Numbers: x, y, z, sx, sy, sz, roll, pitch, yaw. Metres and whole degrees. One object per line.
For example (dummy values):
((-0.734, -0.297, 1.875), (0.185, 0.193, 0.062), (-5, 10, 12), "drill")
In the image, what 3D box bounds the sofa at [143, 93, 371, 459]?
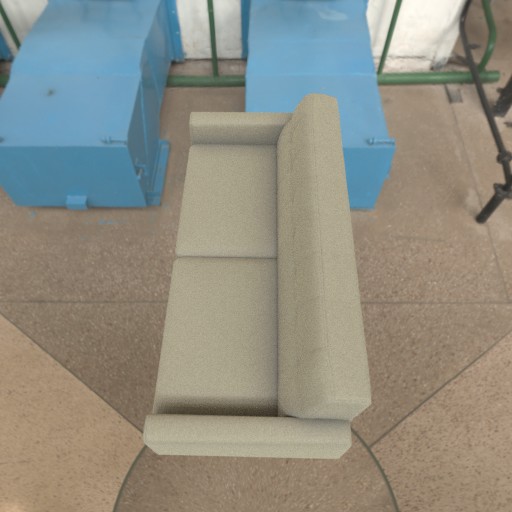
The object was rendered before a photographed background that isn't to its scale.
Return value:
((0.000, 0.000, 2.620), (0.980, 0.892, 2.137), (1, 58, 1), "sofa")
